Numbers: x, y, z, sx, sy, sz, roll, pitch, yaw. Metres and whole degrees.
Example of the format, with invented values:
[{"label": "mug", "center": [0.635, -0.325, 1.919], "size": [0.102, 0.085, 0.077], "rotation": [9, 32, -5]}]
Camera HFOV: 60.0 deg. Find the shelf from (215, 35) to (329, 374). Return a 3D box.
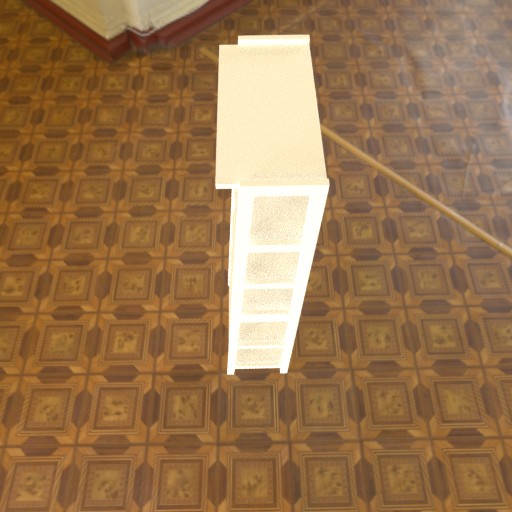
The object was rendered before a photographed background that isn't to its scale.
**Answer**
[{"label": "shelf", "center": [0.000, 0.000, 2.173], "size": [0.381, 1.892, 0.660], "rotation": [-1, 60, -1]}]
